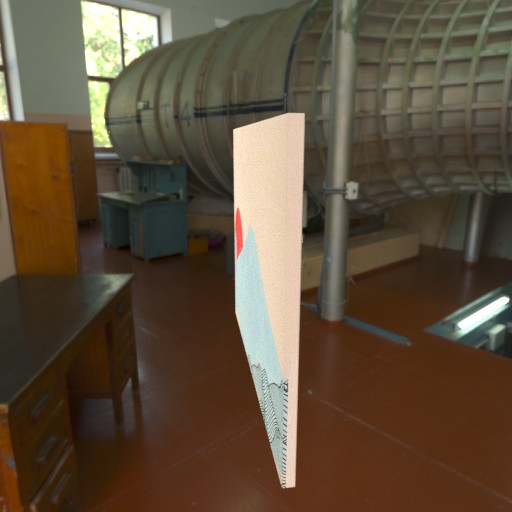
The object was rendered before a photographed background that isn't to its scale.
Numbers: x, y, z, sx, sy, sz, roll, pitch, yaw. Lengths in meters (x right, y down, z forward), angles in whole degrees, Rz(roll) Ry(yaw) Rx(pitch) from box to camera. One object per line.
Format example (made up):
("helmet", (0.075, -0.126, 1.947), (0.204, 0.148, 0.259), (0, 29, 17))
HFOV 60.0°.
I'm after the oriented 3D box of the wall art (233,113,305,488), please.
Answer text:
("wall art", (0.000, 0.000, 1.602), (0.042, 0.912, 1.219), (-2, 15, -8))
